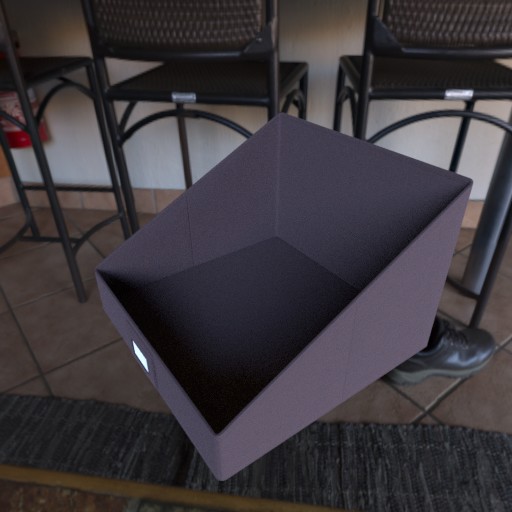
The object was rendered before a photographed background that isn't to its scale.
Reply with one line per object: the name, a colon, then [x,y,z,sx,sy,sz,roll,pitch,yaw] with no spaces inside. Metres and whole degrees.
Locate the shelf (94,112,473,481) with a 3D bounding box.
shelf: [0.000,0.000,0.494,0.292,0.210,0.292,-21,38,-29]
